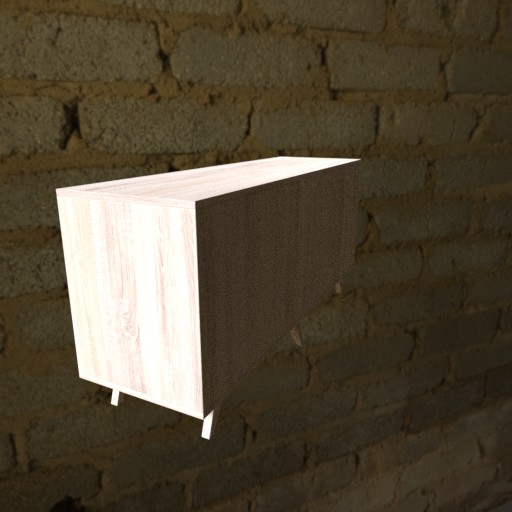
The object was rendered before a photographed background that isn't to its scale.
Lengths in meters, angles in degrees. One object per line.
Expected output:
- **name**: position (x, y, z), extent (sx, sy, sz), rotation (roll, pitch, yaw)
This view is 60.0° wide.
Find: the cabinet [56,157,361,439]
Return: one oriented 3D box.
- **cabinet**: position (0.000, 0.000, 2.027), extent (0.500, 0.780, 1.650), rotation (8, 18, 26)
